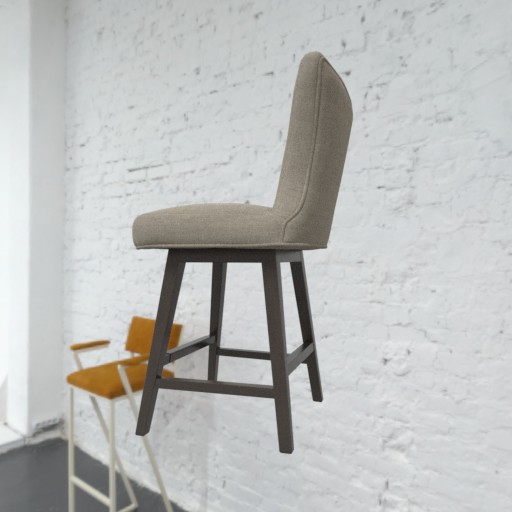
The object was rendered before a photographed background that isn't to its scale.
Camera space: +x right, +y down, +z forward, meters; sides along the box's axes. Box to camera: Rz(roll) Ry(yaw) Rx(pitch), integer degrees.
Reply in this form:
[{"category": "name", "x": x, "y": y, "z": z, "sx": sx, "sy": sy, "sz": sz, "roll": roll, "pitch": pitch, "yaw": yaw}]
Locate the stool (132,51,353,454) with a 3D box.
[{"category": "stool", "x": 0.000, "y": 0.000, "z": 1.377, "sx": 0.574, "sy": 1.000, "sz": 0.514, "roll": 0, "pitch": 0, "yaw": 19}]
